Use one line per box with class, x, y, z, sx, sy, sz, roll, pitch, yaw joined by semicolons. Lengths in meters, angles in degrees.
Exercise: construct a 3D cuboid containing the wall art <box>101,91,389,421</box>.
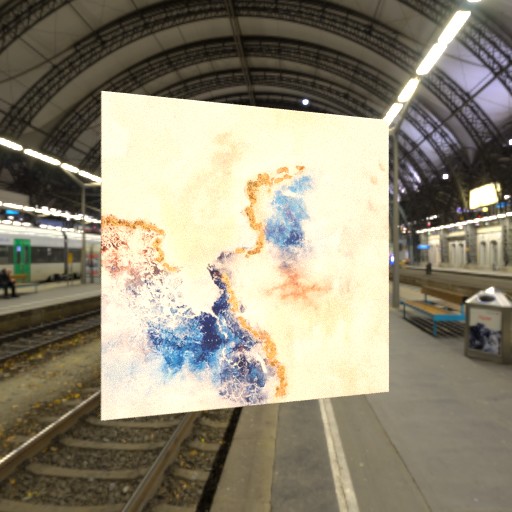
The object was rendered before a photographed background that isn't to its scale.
wall art;0.000;0.000;1.608;1.061;1.061;0.071;0;0;-17
